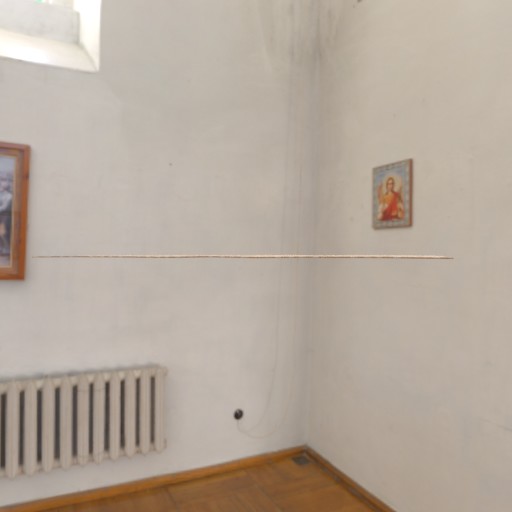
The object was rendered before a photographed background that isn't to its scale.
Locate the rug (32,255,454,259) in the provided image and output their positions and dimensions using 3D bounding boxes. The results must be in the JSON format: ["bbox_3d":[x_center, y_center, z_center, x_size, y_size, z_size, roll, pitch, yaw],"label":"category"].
[{"bbox_3d":[0.000,0.000,2.231,1.745,0.010,1.146,0,0,19],"label":"rug"}]
